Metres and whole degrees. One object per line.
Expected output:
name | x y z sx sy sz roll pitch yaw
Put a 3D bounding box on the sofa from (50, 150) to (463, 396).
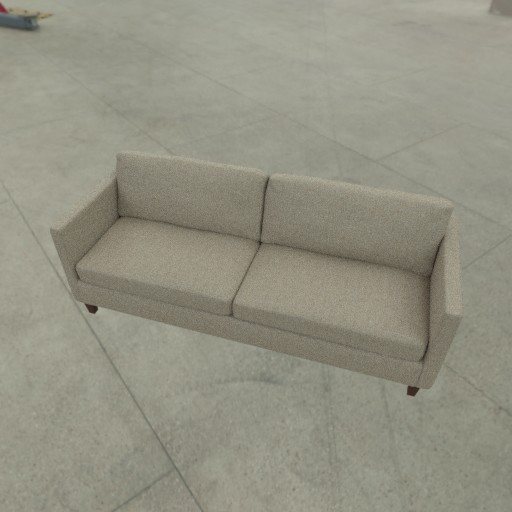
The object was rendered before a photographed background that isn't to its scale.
sofa | 0.000 0.000 2.941 2.434 0.965 0.951 12 42 13
